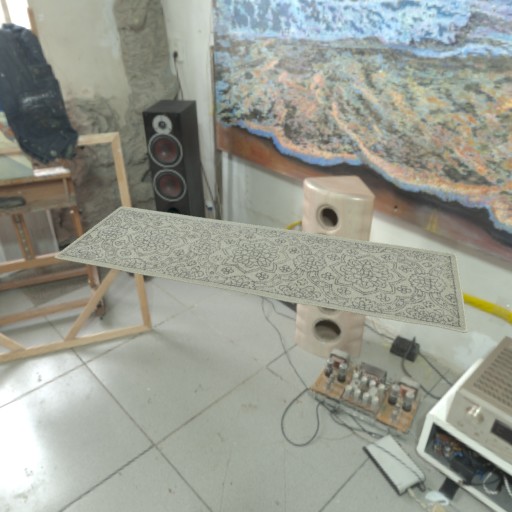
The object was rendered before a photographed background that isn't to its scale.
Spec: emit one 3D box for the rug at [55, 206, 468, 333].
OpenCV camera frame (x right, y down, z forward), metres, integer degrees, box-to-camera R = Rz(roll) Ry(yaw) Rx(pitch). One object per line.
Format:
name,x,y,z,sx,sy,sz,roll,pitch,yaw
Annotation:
rug,0.000,0.000,2.806,2.431,0.006,0.806,9,33,14
